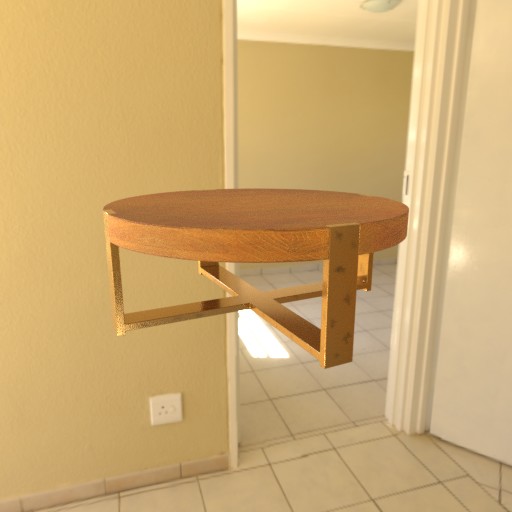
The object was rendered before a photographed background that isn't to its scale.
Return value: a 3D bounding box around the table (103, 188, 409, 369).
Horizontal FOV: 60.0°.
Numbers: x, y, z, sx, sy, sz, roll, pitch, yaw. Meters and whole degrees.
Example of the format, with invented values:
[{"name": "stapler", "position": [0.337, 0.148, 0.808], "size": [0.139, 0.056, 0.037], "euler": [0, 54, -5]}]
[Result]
[{"name": "table", "position": [0.000, 0.000, 1.736], "size": [1.100, 0.420, 1.100], "euler": [0, 14, 0]}]
